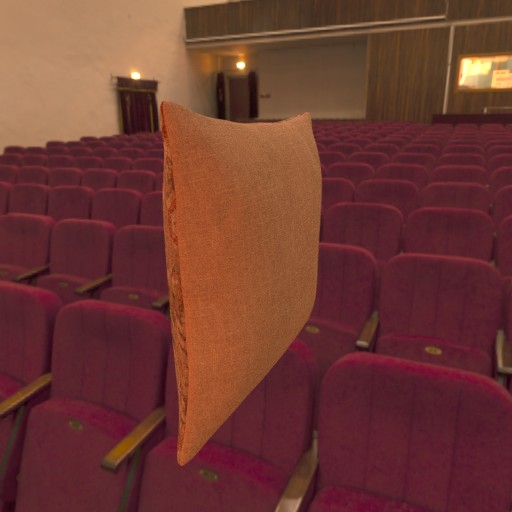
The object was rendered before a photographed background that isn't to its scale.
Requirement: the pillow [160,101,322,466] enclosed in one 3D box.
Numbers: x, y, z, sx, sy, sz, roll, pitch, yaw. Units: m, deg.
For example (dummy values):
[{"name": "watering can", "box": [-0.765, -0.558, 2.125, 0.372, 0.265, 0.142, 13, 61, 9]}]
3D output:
[{"name": "pillow", "box": [0.000, 0.000, 0.797, 0.166, 0.506, 0.523, 7, 18, 24]}]
